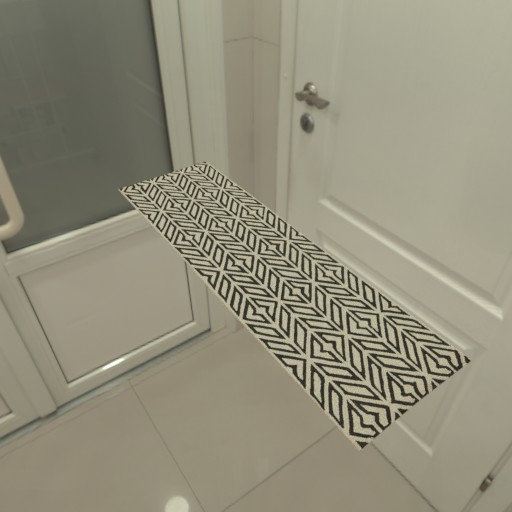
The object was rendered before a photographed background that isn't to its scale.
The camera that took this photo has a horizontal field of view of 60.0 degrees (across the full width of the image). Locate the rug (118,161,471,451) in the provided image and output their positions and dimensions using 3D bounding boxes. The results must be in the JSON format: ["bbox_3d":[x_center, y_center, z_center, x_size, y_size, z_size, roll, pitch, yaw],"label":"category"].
[{"bbox_3d":[0.000,0.000,2.675,0.750,0.009,2.435,-25,46,-27],"label":"rug"}]
